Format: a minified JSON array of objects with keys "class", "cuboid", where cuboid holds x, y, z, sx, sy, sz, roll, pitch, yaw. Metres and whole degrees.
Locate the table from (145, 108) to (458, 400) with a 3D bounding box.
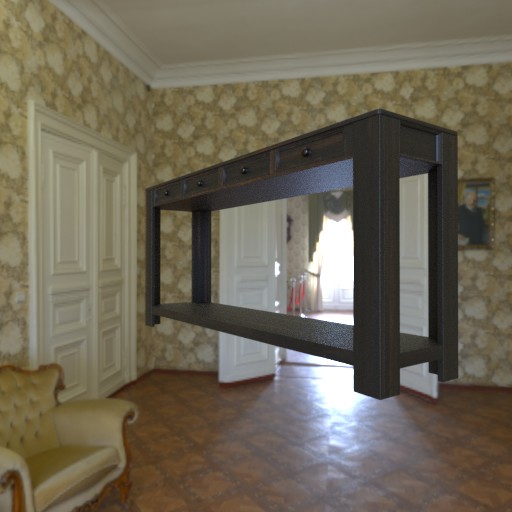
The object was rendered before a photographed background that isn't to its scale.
[{"class":"table","cuboid":[0.000,0.000,1.924,0.384,0.762,1.631,0,0,-35]}]
